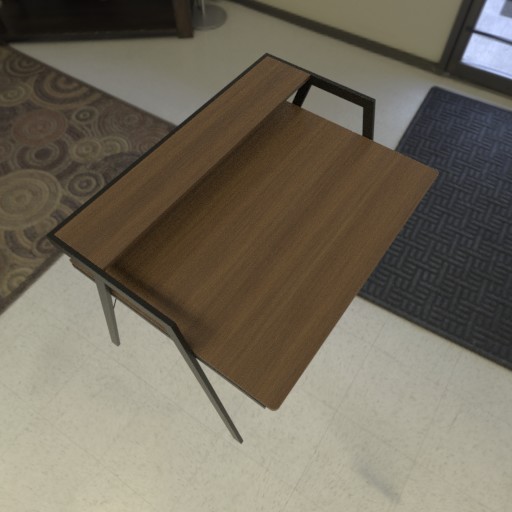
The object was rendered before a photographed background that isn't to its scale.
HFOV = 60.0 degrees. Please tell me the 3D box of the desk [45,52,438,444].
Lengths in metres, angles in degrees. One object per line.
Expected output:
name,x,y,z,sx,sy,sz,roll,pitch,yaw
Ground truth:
desk,0.000,0.000,1.879,0.936,0.998,1.143,32,63,19
